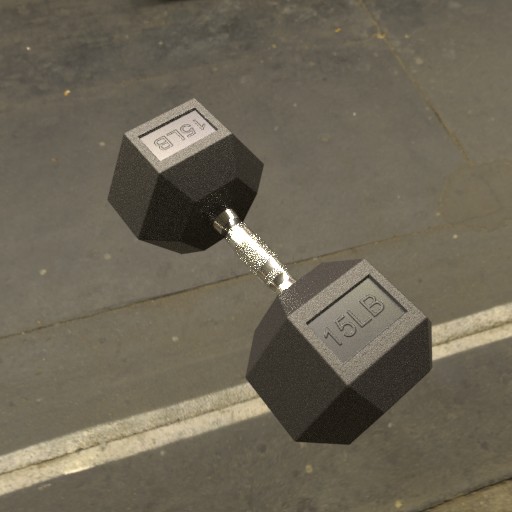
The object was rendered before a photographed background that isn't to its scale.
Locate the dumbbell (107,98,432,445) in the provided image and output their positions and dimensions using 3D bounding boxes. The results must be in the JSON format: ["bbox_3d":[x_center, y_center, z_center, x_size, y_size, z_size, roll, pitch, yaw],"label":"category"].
[{"bbox_3d":[0.000,0.000,0.327,0.122,0.106,0.271,-34,65,-19],"label":"dumbbell"}]
